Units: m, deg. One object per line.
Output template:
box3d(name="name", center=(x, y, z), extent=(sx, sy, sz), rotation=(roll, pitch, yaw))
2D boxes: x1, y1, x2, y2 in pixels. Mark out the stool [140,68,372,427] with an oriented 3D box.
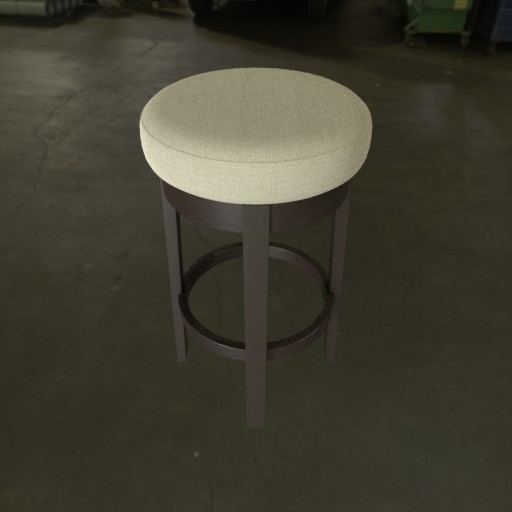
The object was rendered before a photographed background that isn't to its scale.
box3d(name="stool", center=(0.000, 0.000, 1.043), extent=(0.446, 0.758, 0.446), rotation=(0, 40, 0))
